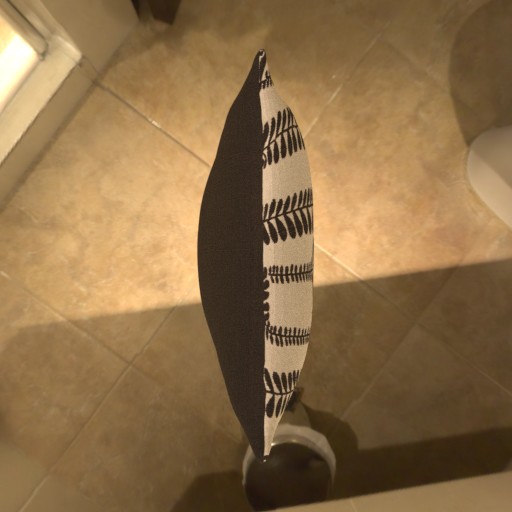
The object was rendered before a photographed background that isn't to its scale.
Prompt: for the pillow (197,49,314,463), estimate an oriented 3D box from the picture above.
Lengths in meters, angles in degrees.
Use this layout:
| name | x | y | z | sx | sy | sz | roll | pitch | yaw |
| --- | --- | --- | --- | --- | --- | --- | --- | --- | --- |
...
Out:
| name | x | y | z | sx | sy | sz | roll | pitch | yaw |
| --- | --- | --- | --- | --- | --- | --- | --- | --- | --- |
| pillow | 0.000 | 0.000 | 0.670 | 0.182 | 0.441 | 0.440 | 0 | 92 | -2 |
